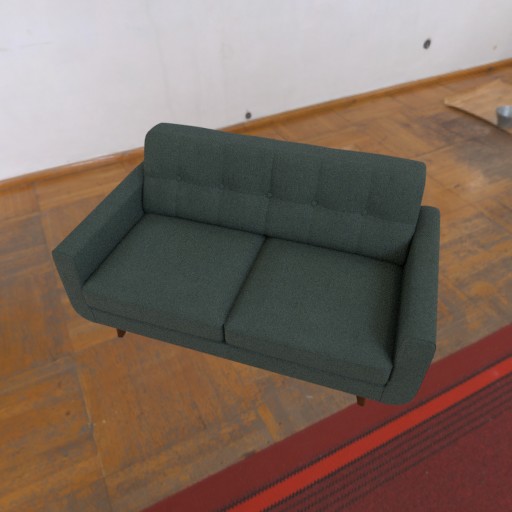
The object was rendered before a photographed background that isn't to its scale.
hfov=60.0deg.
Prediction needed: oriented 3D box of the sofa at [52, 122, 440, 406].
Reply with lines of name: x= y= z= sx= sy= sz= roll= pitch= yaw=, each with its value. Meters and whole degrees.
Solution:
sofa: x=0.000 y=0.000 z=2.152 sx=1.631 sy=0.841 sz=0.909 roll=12 pitch=43 yaw=13
